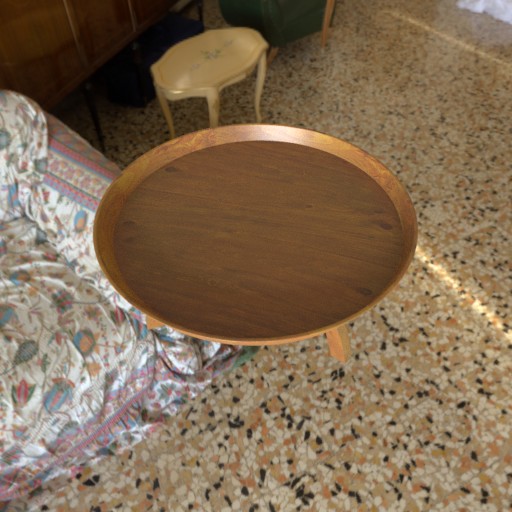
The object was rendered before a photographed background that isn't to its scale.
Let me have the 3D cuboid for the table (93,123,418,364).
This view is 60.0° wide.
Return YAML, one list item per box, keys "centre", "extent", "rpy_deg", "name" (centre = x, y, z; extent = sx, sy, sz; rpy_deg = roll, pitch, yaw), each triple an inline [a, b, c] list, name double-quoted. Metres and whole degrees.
- centre: [0.000, 0.000, 1.594]
  extent: [1.016, 0.470, 1.016]
  rpy_deg: [0, 48, 0]
  name: "table"
